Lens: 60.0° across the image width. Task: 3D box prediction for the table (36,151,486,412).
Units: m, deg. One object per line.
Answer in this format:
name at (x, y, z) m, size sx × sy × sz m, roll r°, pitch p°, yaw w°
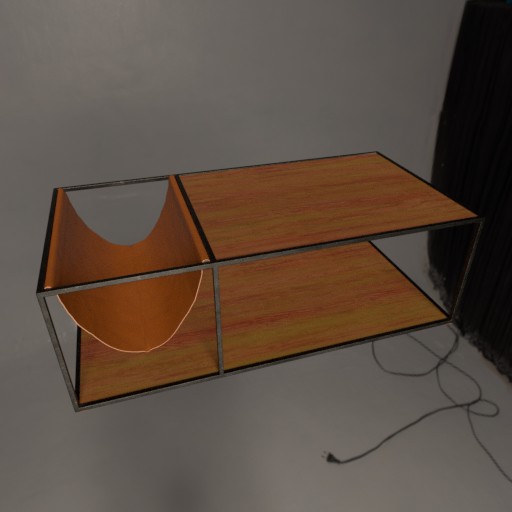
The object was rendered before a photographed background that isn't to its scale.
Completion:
table at (0.000, 0.000, 1.467) m, size 1.199 × 0.403 × 0.597 m, roll -10°, pitch 34°, yaw -15°
